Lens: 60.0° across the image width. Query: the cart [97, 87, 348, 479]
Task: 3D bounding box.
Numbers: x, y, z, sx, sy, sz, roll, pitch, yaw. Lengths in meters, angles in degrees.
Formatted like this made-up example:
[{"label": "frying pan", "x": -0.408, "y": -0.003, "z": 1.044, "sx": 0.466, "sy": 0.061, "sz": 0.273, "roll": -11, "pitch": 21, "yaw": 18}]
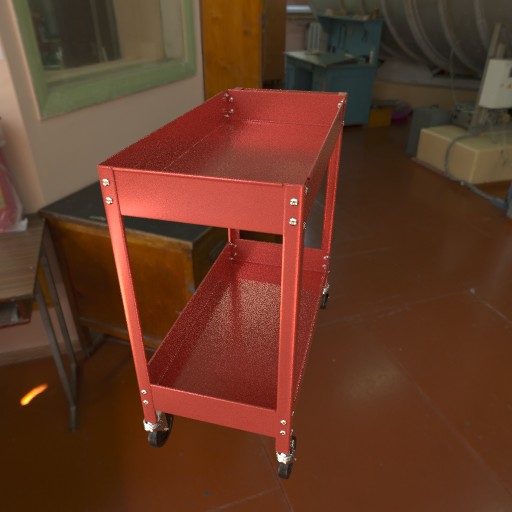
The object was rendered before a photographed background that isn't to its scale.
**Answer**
[{"label": "cart", "x": 0.000, "y": 0.000, "z": 1.164, "sx": 0.366, "sy": 0.719, "sz": 0.779, "roll": 8, "pitch": 32, "yaw": 13}]
